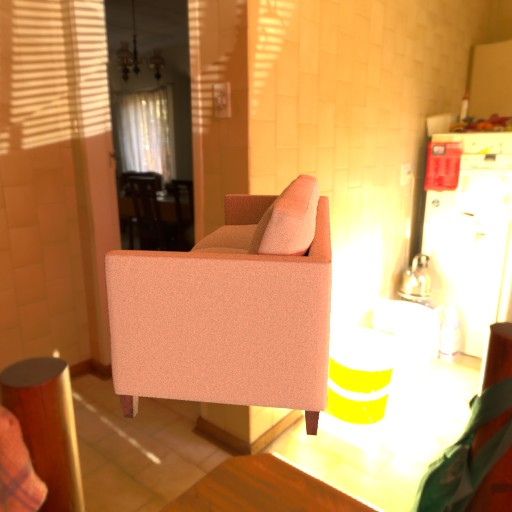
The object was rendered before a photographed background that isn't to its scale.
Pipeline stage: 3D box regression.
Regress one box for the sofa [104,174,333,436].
[{"bbox_3d":[0.000,0.000,2.903,0.951,0.968,2.361,2,14,8],"label":"sofa"}]
